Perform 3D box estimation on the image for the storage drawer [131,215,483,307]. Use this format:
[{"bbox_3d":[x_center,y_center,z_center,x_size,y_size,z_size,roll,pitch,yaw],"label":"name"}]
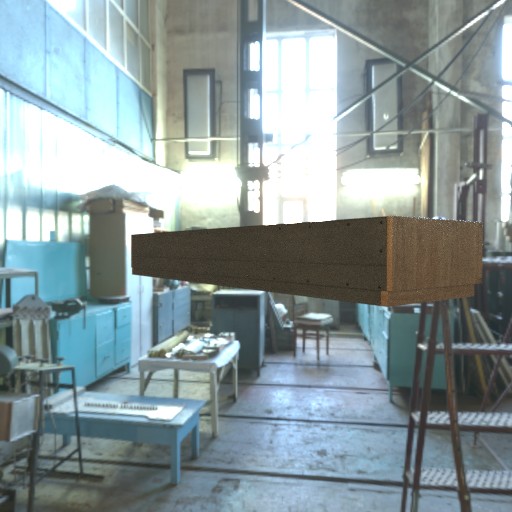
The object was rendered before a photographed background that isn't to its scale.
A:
[{"bbox_3d":[0.000,0.000,2.245,0.538,0.264,2.032,-1,1,-37],"label":"storage drawer"}]
